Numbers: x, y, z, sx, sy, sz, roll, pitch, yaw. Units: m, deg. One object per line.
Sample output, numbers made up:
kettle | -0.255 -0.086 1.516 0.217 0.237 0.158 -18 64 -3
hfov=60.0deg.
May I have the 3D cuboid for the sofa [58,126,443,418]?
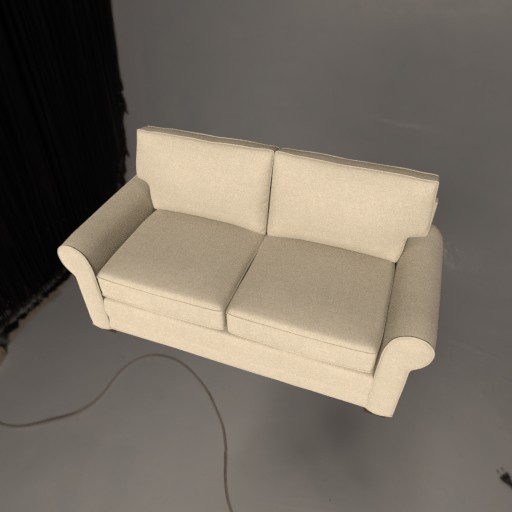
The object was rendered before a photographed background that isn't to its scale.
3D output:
sofa | 0.000 0.000 2.282 1.774 0.933 0.861 13 43 15
